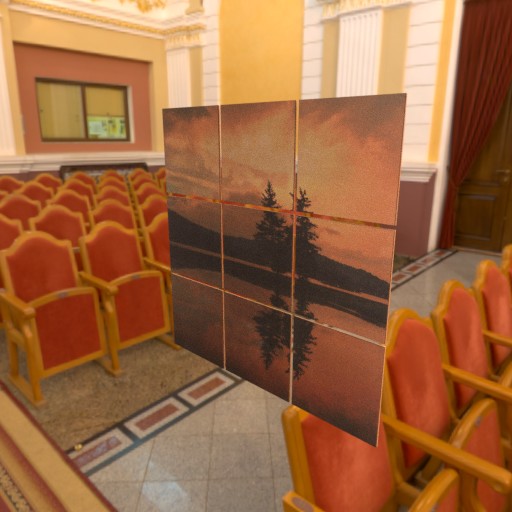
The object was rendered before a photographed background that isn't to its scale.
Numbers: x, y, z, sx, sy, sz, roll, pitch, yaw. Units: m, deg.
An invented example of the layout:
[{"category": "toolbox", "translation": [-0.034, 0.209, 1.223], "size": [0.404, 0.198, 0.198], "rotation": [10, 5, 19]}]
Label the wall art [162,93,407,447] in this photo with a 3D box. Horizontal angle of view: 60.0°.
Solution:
[{"category": "wall art", "translation": [0.000, 0.000, 2.329], "size": [1.520, 1.525, 0.013], "rotation": [14, 21, 42]}]
